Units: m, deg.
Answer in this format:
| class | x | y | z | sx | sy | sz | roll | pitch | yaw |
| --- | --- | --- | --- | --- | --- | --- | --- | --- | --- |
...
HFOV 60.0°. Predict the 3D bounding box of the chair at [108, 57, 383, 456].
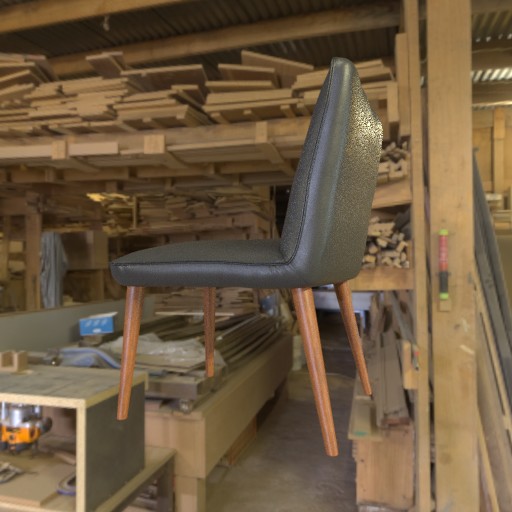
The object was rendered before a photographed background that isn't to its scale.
| class | x | y | z | sx | sy | sz | roll | pitch | yaw |
| --- | --- | --- | --- | --- | --- | --- | --- | --- | --- |
| chair | 0.000 | 0.000 | 1.196 | 0.645 | 0.801 | 0.543 | 0 | -1 | 18 |
